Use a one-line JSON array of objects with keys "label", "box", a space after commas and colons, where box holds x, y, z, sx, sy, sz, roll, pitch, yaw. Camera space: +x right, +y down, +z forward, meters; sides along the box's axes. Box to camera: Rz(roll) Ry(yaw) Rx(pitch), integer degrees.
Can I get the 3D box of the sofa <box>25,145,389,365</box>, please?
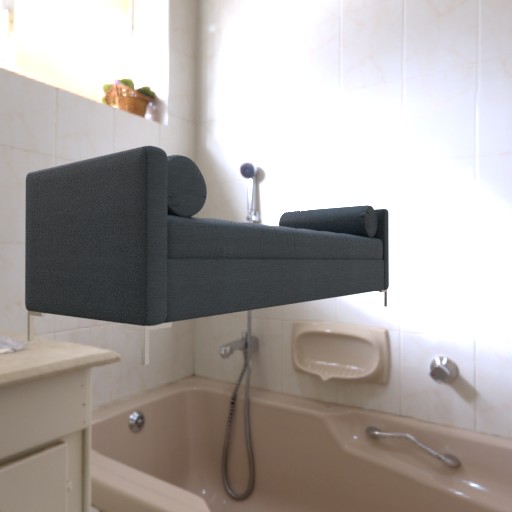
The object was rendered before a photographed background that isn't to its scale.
[{"label": "sofa", "box": [0.000, 0.000, 2.237, 0.686, 0.635, 1.981, 0, -1, 36]}]
